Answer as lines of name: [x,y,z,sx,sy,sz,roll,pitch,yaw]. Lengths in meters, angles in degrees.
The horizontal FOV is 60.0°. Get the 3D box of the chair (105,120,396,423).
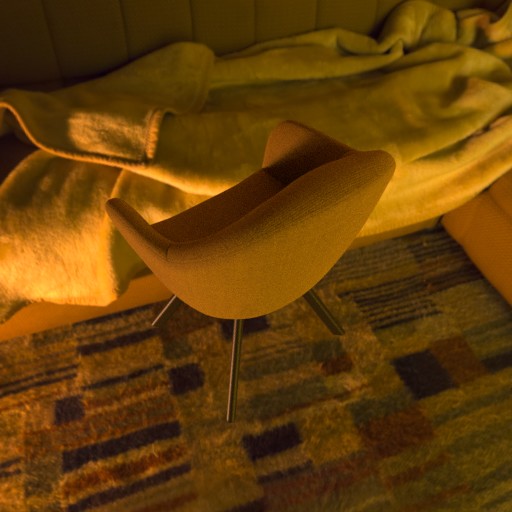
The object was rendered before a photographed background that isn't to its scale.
chair: [0.000,0.000,1.195,0.590,0.795,0.550,-31,54,-26]
